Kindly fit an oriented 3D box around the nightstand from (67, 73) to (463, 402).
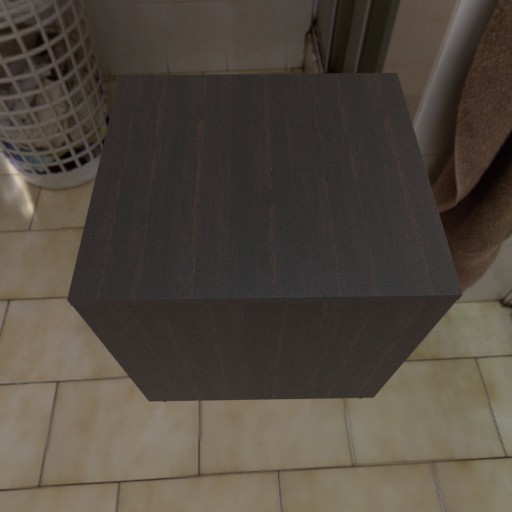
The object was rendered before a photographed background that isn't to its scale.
[{"bbox_3d":[0.000,0.000,0.799,0.461,0.460,0.400,-1,58,0],"label":"nightstand"}]
